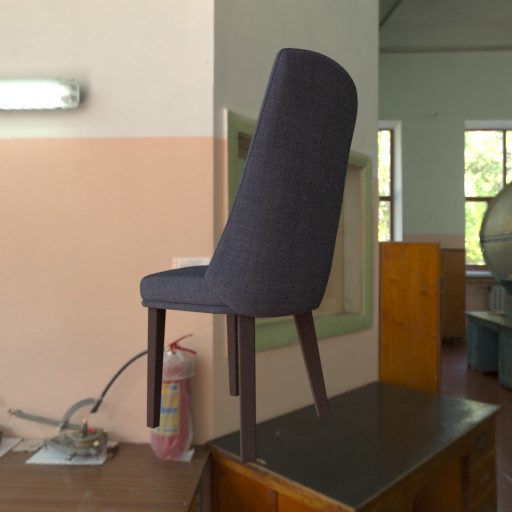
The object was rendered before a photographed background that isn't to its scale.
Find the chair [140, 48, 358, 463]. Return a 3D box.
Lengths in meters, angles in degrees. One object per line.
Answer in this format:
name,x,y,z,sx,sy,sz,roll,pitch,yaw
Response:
chair,0.000,0.000,1.375,0.577,1.050,0.510,0,-1,37
